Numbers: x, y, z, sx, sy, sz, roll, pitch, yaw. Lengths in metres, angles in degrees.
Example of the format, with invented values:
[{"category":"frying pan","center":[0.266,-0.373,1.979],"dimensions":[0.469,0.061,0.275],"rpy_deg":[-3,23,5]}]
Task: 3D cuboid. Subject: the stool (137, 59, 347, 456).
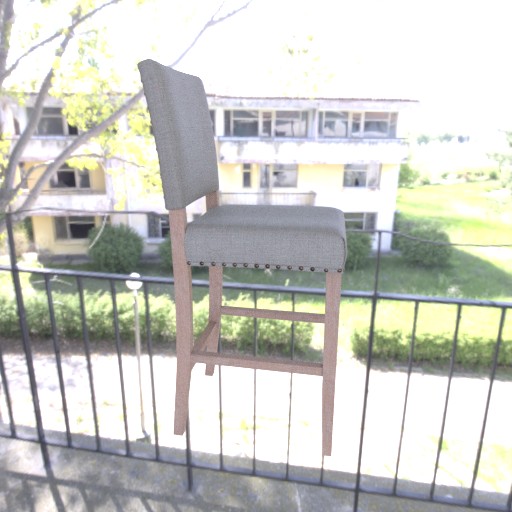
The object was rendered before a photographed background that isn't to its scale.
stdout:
[{"category":"stool","center":[0.000,0.000,1.484],"dimensions":[0.585,1.173,0.445],"rpy_deg":[3,16,10]}]
